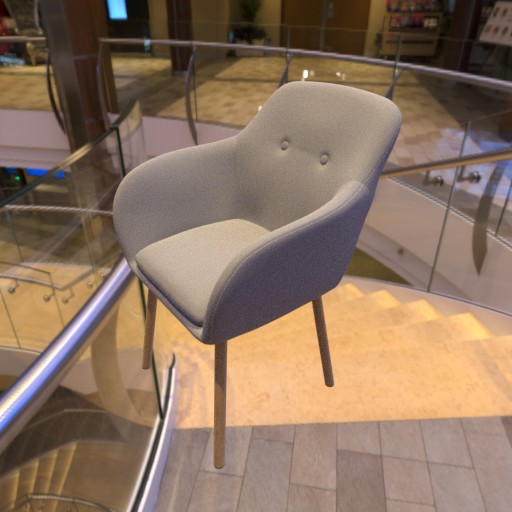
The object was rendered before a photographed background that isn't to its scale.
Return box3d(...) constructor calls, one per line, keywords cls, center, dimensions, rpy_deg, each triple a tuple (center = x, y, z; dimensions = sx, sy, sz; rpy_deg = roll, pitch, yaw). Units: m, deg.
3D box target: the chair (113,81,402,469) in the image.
box3d(cls="chair", center=(0.000, 0.000, 1.214), dimensions=(0.590, 0.830, 0.570), rpy_deg=(-21, 36, -31))
